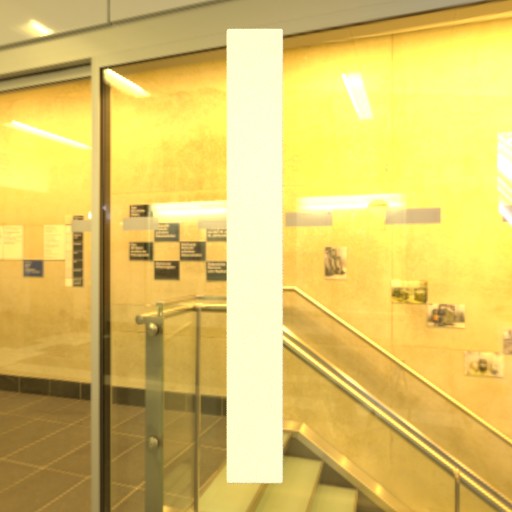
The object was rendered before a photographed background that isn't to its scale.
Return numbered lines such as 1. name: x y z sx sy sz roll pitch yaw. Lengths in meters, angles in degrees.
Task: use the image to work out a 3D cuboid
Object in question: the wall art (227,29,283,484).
1. wall art: 0.000 0.000 0.448 0.038 0.305 0.305 0 0 0
